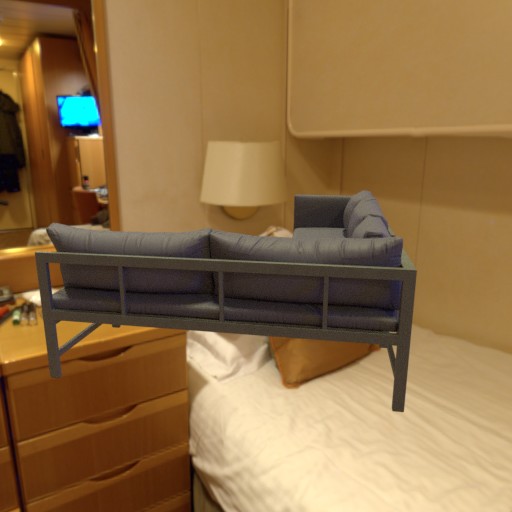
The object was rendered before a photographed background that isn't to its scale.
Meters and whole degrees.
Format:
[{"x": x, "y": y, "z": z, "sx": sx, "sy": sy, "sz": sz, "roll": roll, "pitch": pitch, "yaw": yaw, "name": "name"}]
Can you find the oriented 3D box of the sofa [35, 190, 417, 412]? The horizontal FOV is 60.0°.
[{"x": 0.000, "y": 0.000, "z": 2.951, "sx": 1.658, "sy": 0.762, "sz": 2.149, "roll": 3, "pitch": 14, "yaw": 10, "name": "sofa"}]
